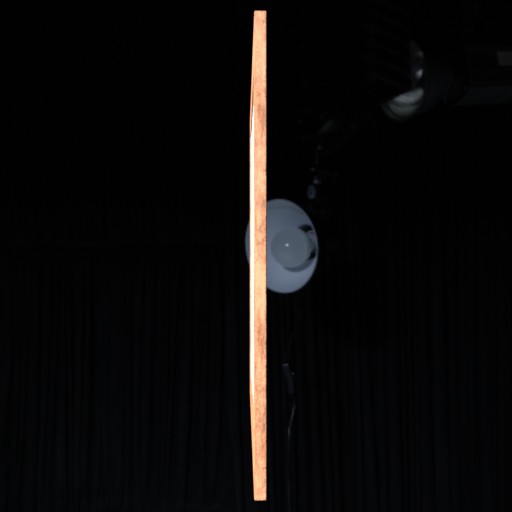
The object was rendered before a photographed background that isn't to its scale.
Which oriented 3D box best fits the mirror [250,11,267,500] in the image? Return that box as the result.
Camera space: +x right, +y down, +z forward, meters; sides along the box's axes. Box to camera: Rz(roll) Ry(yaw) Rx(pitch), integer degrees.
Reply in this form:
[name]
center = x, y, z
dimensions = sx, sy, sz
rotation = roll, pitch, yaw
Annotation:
[mirror]
center = 0.000, 0.000, 1.390
dimensions = 0.028, 1.099, 0.796
rotation = 0, 0, -1
